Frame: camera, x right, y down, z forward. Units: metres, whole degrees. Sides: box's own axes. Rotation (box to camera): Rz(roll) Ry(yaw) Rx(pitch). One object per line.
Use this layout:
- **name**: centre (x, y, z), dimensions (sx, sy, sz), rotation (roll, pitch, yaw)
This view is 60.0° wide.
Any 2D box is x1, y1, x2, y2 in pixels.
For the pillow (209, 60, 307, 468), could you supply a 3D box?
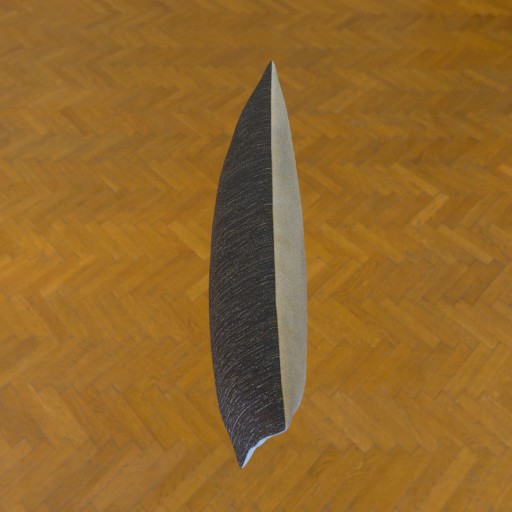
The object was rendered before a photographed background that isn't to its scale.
- **pillow**: centre (0.000, 0.000, 0.737), dimensions (0.156, 0.305, 0.608), rotation (0, 58, 0)
